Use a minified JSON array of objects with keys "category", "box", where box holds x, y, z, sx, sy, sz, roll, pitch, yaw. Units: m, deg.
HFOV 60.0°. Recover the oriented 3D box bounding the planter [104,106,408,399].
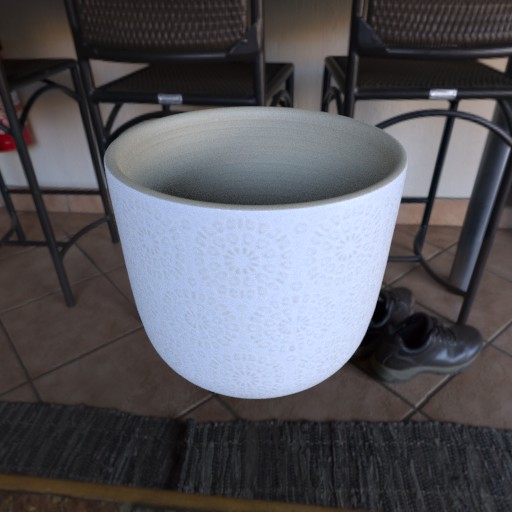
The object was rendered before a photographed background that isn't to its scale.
[{"category":"planter","box":[0.000,0.000,0.365,0.208,0.190,0.208,0,33,0]}]
